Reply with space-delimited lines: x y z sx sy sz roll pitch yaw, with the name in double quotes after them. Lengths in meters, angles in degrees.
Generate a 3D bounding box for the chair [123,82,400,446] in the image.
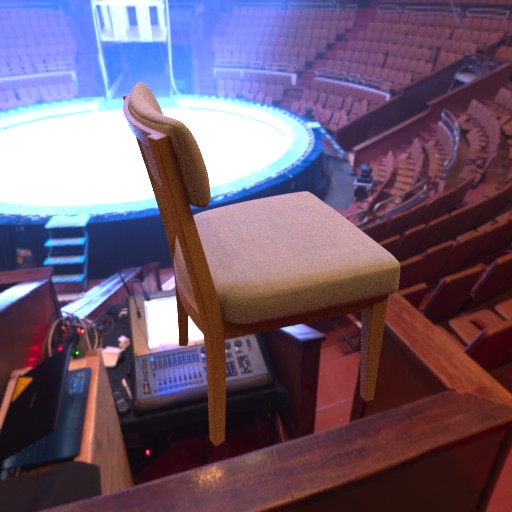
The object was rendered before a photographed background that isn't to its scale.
0.000 0.000 1.178 0.572 0.832 0.508 -10 31 -18 "chair"
